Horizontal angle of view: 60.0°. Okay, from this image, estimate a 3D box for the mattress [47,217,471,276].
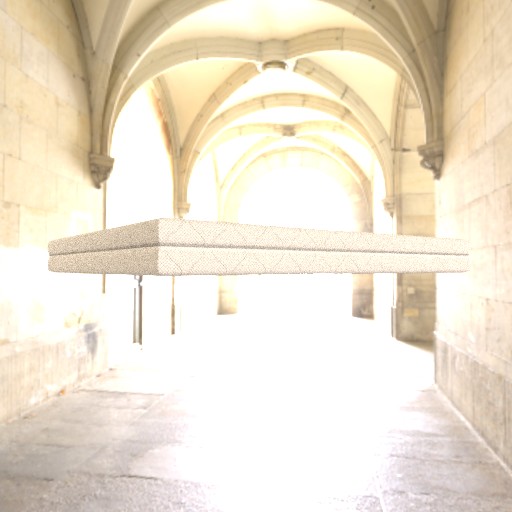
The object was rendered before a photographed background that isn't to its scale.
[{"bbox_3d":[0.000,0.000,2.673,2.000,0.200,1.600,1,-2,-37],"label":"mattress"}]
